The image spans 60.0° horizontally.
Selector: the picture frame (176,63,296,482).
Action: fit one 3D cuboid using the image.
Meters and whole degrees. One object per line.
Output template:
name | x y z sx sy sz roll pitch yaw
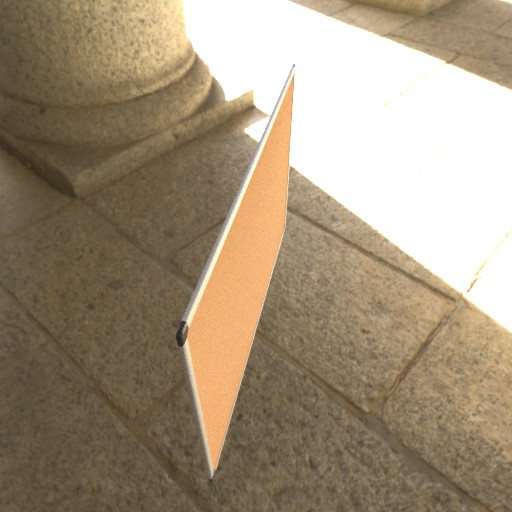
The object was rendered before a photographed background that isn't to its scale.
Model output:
picture frame | 0.000 0.000 1.110 0.010 0.600 0.900 10 47 9
